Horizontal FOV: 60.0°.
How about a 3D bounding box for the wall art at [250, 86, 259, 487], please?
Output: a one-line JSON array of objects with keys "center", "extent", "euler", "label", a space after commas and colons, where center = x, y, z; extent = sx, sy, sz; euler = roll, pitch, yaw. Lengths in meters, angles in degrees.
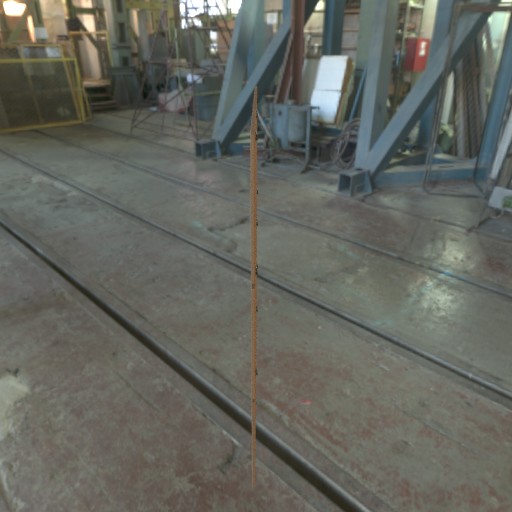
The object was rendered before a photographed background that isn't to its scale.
[{"center": [0.000, 0.000, 2.303], "extent": [0.023, 1.522, 1.526], "euler": [0, 26, 0], "label": "wall art"}]
